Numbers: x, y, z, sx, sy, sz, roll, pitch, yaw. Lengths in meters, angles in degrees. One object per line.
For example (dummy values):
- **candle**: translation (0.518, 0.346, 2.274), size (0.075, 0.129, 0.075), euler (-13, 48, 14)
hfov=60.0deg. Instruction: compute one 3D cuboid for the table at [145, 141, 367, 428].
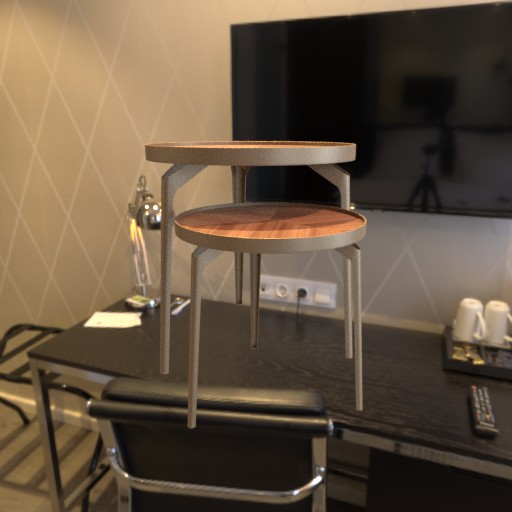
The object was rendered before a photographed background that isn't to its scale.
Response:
- **table**: translation (0.000, 0.000, 1.140), size (0.532, 0.555, 0.751), euler (-3, 16, -9)
